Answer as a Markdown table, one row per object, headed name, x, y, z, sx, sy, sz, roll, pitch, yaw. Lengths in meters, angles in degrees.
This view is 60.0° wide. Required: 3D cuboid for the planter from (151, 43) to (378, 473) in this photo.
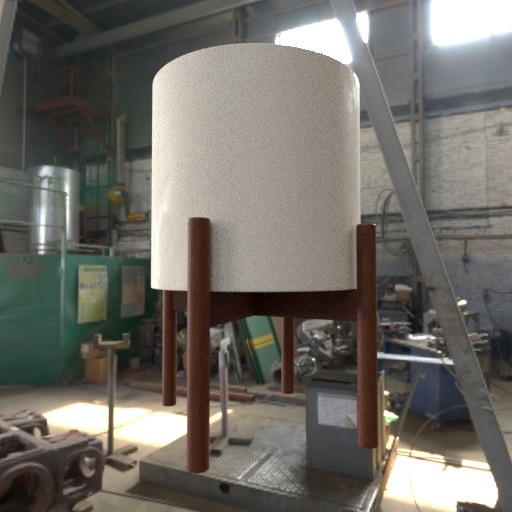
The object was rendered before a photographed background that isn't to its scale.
| name | x | y | z | sx | sy | sz | roll | pitch | yaw |
| --- | --- | --- | --- | --- | --- | --- | --- | --- | --- |
| planter | 0.000 | 0.000 | 0.907 | 0.417 | 0.670 | 0.417 | 1 | -2 | -19 |
